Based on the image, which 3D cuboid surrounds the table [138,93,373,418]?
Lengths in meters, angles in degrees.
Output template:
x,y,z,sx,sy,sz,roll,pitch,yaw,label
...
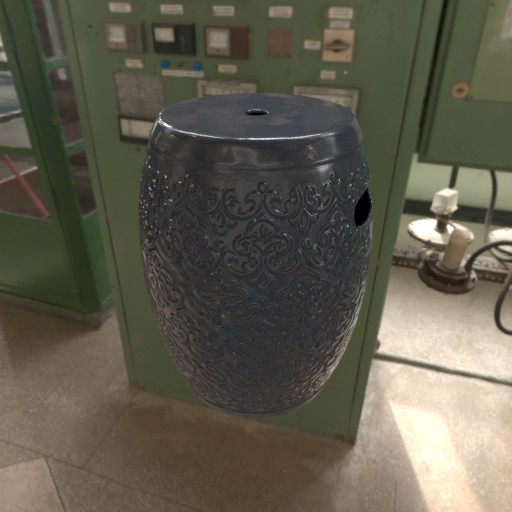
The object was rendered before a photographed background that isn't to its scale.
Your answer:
x,y,z,sx,sy,sz,roll,pitch,yaw,label
0.000,0.000,0.621,0.309,0.397,0.309,0,31,0,table
